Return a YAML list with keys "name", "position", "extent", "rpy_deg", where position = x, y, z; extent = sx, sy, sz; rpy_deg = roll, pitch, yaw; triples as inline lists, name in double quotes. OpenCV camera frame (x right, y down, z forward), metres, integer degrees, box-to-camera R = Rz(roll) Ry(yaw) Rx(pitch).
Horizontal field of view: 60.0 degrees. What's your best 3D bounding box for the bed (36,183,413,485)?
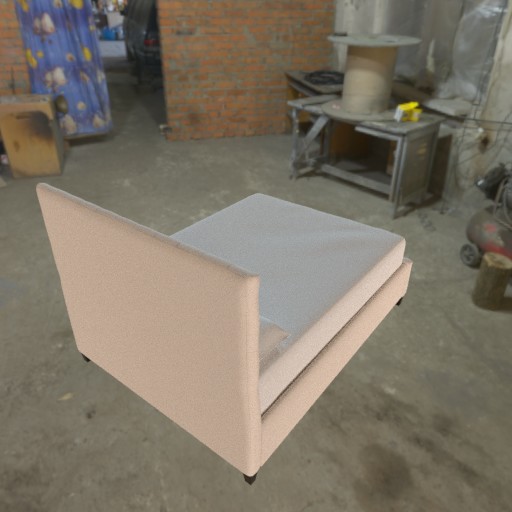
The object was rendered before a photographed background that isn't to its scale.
- name: "bed"
  position: [0.000, 0.000, 3.331]
  extent: [1.696, 1.426, 2.233]
  rpy_deg: [22, 37, 32]
